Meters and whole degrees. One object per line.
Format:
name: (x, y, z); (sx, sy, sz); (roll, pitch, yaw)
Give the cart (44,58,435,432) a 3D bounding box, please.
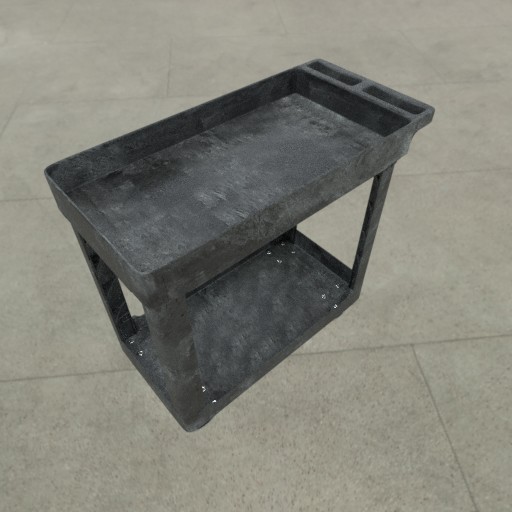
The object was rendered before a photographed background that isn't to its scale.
cart: (0.000, 0.000, 1.341); (0.877, 0.824, 0.420); (-32, 54, -27)
